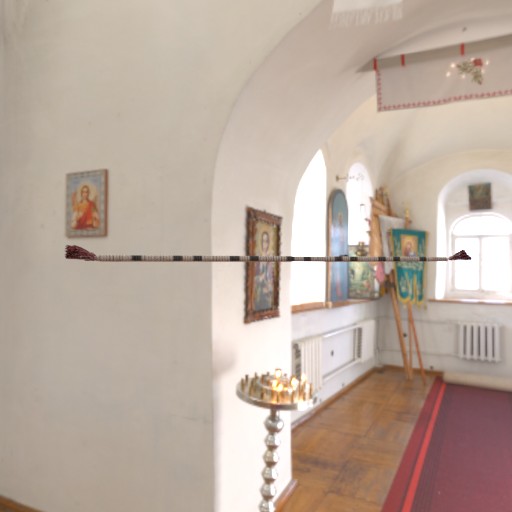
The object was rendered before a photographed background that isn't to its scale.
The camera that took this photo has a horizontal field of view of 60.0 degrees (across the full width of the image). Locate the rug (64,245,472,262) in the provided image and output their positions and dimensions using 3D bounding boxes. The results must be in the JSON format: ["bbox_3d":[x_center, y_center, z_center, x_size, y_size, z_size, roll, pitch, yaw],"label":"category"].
[{"bbox_3d":[0.000,0.000,2.719,2.069,0.067,1.444,0,-1,-19],"label":"rug"}]
